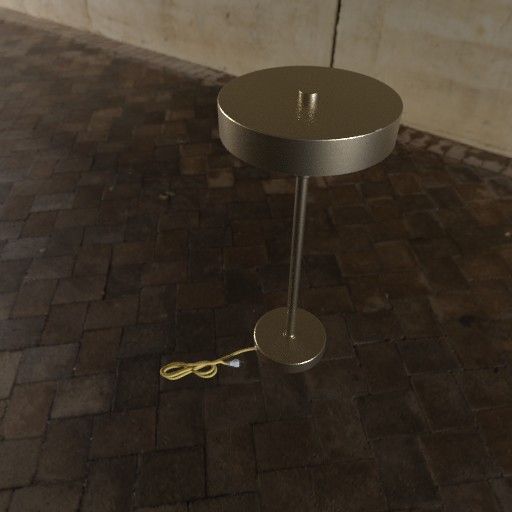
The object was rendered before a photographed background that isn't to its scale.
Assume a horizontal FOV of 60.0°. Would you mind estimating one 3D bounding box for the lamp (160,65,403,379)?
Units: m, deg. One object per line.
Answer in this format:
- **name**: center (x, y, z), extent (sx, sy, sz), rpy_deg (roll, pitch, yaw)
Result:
- **lamp**: center (0.000, 0.000, 0.699), extent (0.369, 0.508, 0.229), rpy_deg (-13, 43, -14)
